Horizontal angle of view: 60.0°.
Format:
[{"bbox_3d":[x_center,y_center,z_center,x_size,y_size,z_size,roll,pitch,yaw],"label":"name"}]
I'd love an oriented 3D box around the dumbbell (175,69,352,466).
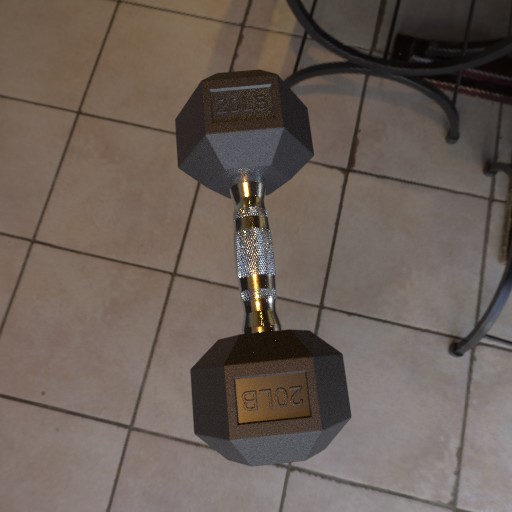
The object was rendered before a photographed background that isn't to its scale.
[{"bbox_3d":[0.000,0.000,0.325,0.106,0.092,0.272,-5,76,-1],"label":"dumbbell"}]
